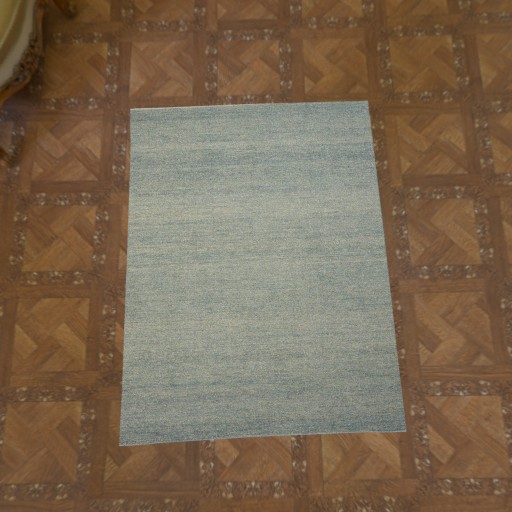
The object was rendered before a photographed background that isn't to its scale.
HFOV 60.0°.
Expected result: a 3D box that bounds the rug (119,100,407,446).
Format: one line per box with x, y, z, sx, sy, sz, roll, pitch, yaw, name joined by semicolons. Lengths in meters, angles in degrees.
0.000;0.000;4.173;2.461;0.046;3.237;-2;76;-1;rug
